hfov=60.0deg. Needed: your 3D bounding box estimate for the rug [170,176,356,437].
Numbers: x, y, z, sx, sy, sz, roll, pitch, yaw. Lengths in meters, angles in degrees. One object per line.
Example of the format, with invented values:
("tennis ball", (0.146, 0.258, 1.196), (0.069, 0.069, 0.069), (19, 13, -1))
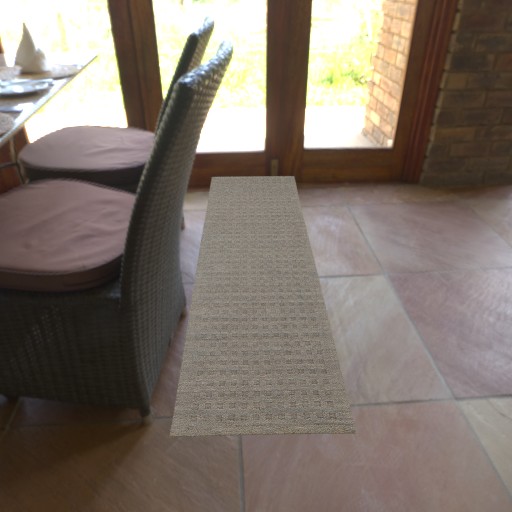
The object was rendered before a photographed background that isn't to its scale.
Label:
("rug", (0.000, 0.000, 2.653), (0.688, 0.005, 2.437), (-1, 33, -1))
